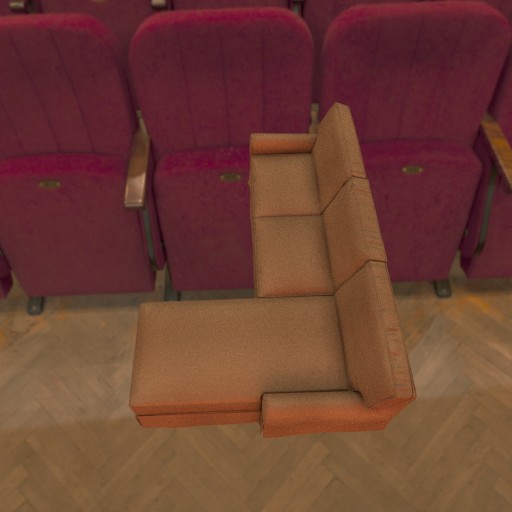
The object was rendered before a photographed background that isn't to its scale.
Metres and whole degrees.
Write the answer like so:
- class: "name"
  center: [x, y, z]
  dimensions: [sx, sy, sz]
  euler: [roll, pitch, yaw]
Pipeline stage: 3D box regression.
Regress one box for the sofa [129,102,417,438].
- class: "sofa"
  center: [0.000, 0.000, 3.365]
  dimensions: [1.733, 0.978, 2.475]
  euler: [-2, 57, -1]
